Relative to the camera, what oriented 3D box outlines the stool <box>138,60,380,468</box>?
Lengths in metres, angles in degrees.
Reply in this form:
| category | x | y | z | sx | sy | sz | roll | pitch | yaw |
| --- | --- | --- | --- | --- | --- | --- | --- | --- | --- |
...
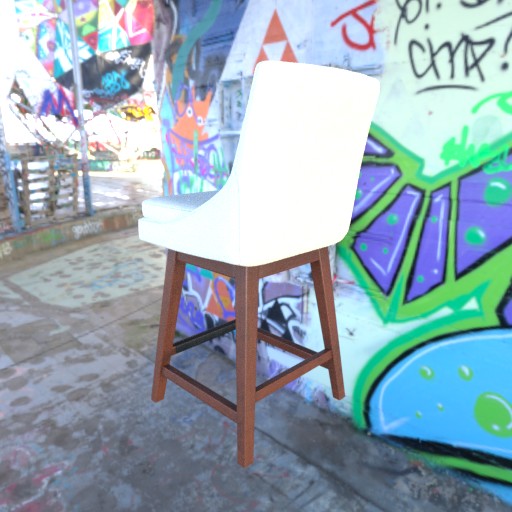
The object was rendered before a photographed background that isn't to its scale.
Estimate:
| category | x | y | z | sx | sy | sz | roll | pitch | yaw |
| --- | --- | --- | --- | --- | --- | --- | --- | --- | --- |
| stool | 0.000 | 0.000 | 1.321 | 0.559 | 0.991 | 0.469 | 15 | 21 | 43 |
